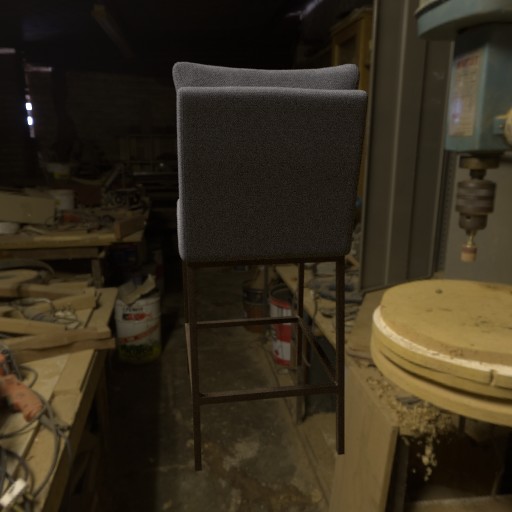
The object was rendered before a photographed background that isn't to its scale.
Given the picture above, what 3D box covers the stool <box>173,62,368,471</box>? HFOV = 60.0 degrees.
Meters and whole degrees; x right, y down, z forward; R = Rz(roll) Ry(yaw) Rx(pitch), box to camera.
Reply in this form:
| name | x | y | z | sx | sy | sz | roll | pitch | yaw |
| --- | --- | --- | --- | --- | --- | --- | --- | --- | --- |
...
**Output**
| name | x | y | z | sx | sy | sz | roll | pitch | yaw |
| --- | --- | --- | --- | --- | --- | --- | --- | --- | --- |
| stool | 0.000 | 0.000 | 1.339 | 0.463 | 1.031 | 0.569 | -2 | 15 | -9 |
